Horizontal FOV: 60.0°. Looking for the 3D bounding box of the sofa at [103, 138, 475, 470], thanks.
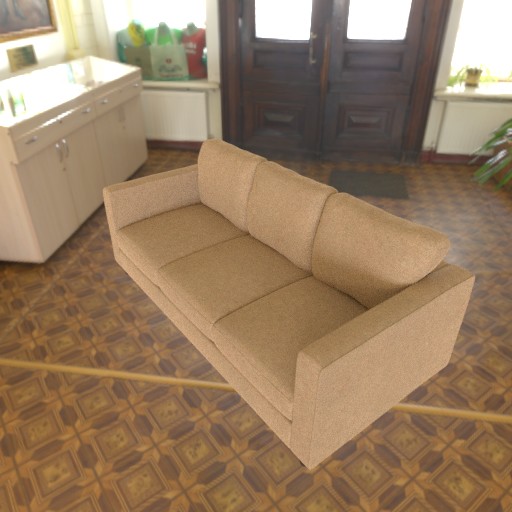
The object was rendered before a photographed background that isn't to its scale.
[{"bbox_3d":[0.000,0.000,2.342,0.930,0.800,1.855,-22,38,-31],"label":"sofa"}]
